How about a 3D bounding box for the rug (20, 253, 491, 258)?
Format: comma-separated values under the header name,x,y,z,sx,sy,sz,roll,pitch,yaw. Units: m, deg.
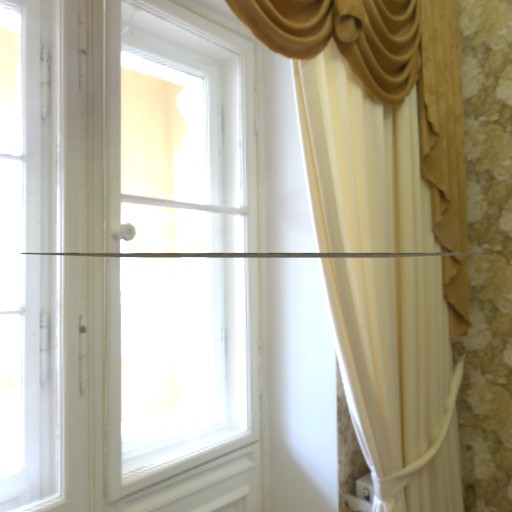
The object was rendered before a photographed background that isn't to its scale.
name,x,y,z,sx,sy,sz,roll,pitch,yaw
rug,0.000,0.000,4.078,3.045,0.007,2.436,0,-1,0
